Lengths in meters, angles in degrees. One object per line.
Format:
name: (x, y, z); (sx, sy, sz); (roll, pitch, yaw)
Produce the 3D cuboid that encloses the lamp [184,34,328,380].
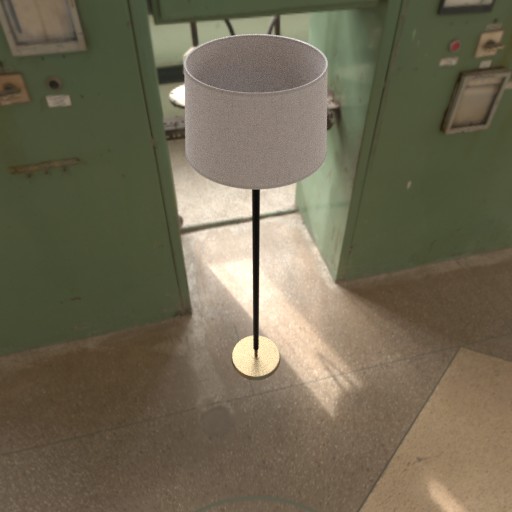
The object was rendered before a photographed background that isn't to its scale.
lamp: (0.000, 0.000, 1.661); (0.420, 1.447, 0.420); (0, 46, 0)
